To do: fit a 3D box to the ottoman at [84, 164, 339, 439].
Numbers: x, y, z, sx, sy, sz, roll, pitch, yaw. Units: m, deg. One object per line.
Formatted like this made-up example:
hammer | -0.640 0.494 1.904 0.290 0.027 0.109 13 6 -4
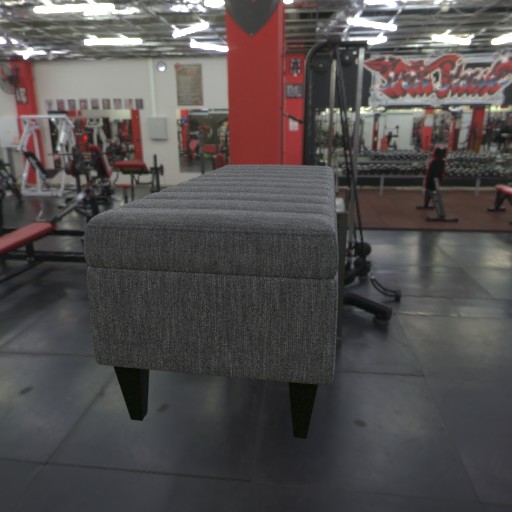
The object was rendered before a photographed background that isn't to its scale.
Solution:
ottoman | 0.000 0.000 1.374 0.482 0.469 1.151 3 17 9
